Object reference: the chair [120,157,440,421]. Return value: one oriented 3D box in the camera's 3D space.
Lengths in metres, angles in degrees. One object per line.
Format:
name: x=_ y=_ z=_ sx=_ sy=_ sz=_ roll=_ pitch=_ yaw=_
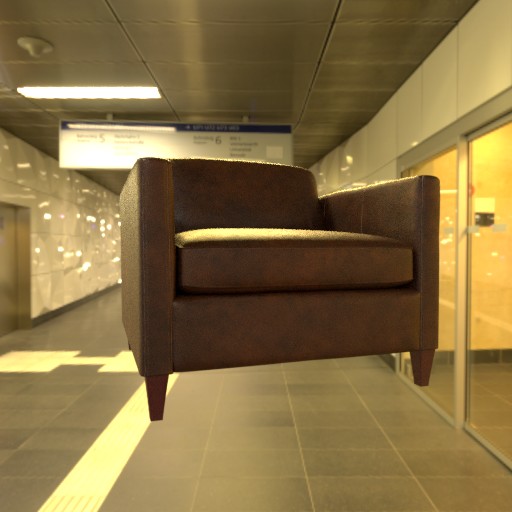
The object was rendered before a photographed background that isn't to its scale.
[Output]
chair: x=0.000 y=0.000 z=1.750 sx=0.990 sy=0.864 sz=0.975 roll=0 pitch=1 yaw=-20
